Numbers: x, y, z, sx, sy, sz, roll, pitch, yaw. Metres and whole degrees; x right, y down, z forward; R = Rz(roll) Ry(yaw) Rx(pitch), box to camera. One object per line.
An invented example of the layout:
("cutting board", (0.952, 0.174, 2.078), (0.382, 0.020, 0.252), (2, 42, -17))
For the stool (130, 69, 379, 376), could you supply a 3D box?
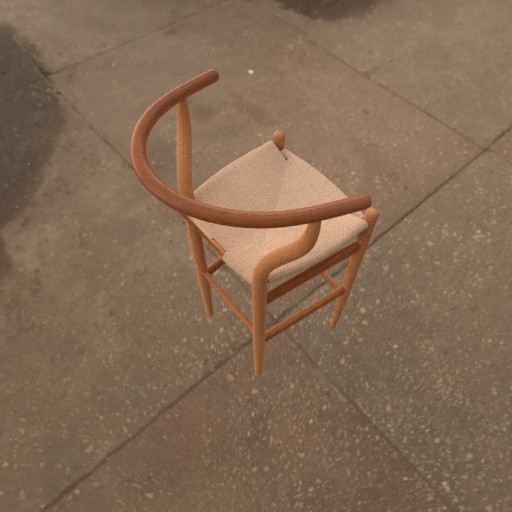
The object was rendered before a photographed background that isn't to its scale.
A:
("stool", (0.000, 0.000, 1.399), (0.561, 1.068, 0.574), (-34, 63, -20))
